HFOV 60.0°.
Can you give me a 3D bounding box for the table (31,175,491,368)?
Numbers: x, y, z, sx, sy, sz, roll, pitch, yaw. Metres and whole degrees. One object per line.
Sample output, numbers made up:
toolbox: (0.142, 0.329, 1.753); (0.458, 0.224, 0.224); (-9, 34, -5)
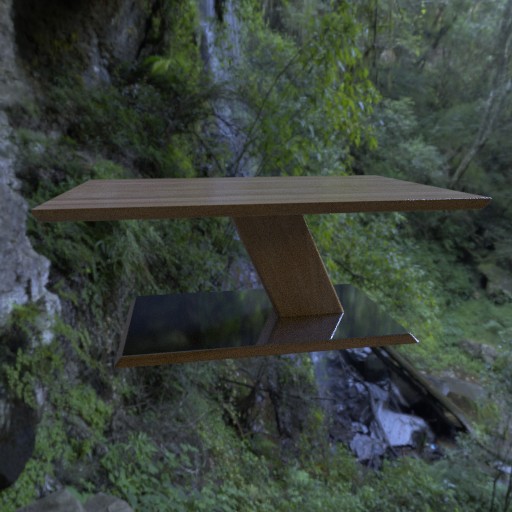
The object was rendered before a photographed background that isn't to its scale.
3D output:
table: (0.000, 0.000, 1.426); (1.100, 0.441, 0.692); (-3, 15, -10)
